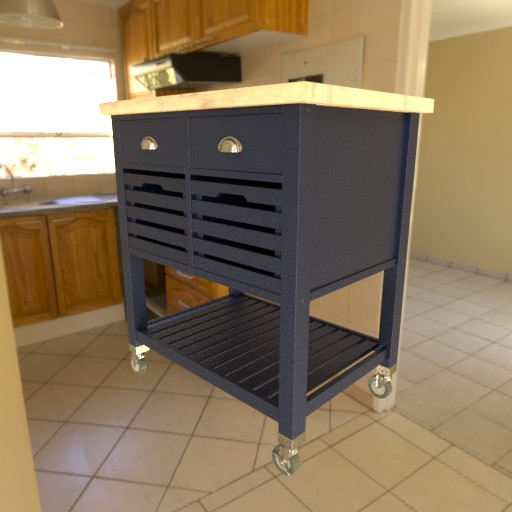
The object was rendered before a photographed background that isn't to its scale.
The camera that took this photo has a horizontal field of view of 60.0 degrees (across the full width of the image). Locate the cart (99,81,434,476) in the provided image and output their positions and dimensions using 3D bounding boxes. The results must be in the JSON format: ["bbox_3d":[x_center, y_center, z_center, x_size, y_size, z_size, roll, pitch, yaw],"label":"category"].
[{"bbox_3d":[0.000,0.000,1.393,0.797,0.920,0.567,14,21,42],"label":"cart"}]
